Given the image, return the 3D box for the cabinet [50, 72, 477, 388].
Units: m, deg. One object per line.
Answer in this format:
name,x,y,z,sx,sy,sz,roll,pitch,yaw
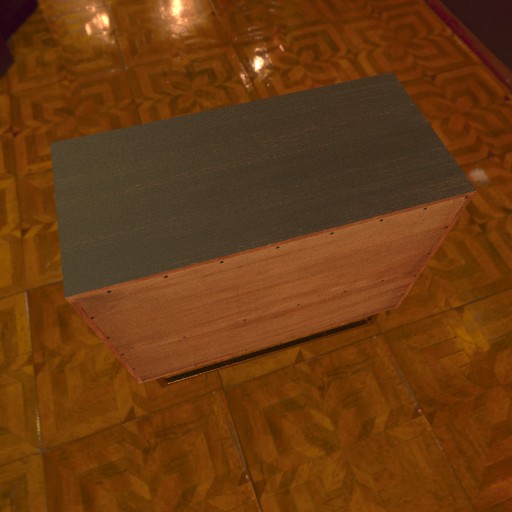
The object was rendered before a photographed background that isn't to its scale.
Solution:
cabinet,0.000,0.000,1.450,0.950,0.860,0.451,-15,60,-9
